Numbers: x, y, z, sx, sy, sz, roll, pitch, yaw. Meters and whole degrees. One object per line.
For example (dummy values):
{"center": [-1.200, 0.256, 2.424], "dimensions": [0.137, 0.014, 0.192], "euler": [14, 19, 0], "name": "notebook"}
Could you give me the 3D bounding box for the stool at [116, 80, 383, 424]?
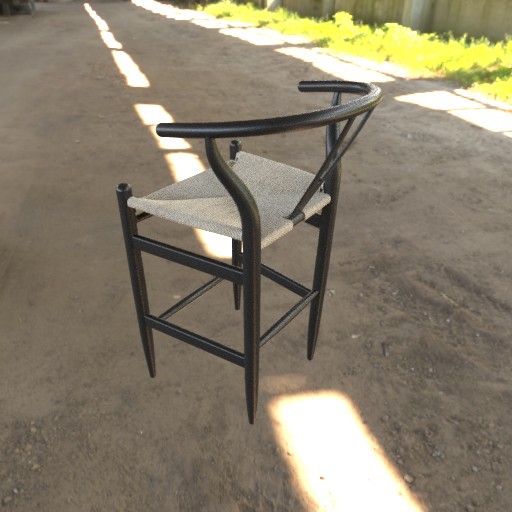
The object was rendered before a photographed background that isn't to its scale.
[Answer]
{"center": [0.000, 0.000, 1.303], "dimensions": [0.579, 0.970, 0.569], "euler": [22, 38, 31], "name": "stool"}
